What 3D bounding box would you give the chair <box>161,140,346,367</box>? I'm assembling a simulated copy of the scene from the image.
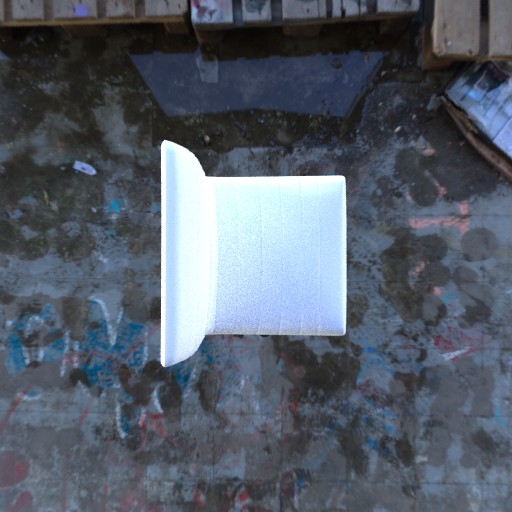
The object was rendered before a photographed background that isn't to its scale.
[{"bbox_3d":[0.000,0.000,1.137,0.530,0.780,0.556,0,89,0],"label":"chair"}]
